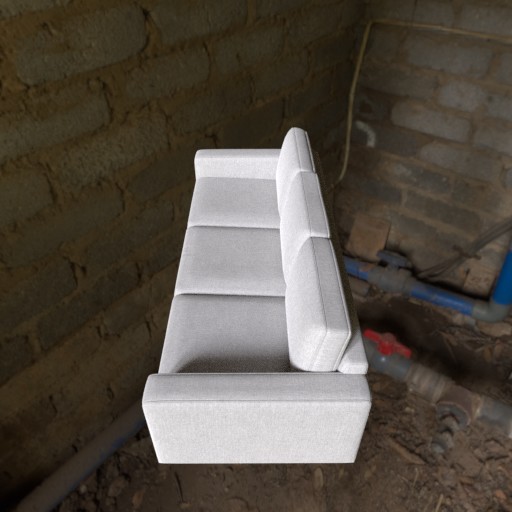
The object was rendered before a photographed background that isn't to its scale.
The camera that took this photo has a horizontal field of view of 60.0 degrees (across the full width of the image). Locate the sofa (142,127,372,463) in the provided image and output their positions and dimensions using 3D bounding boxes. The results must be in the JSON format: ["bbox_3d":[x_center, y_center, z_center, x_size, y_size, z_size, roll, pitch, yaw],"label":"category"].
[{"bbox_3d":[0.000,0.000,2.583,0.900,0.800,2.120,0,40,0],"label":"sofa"}]
